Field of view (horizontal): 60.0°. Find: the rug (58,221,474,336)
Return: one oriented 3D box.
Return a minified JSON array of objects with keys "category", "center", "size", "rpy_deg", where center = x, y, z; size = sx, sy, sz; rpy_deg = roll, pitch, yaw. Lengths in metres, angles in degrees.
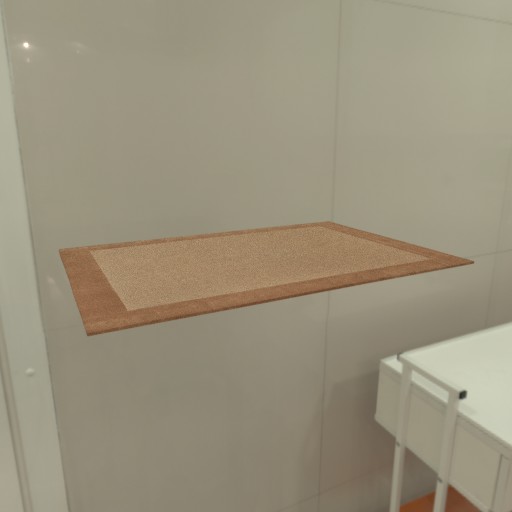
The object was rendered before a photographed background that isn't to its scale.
[{"category":"rug","center":[0.000,0.000,2.328],"size":[1.829,0.014,1.219],"rpy_deg":[-8,17,-26]}]
